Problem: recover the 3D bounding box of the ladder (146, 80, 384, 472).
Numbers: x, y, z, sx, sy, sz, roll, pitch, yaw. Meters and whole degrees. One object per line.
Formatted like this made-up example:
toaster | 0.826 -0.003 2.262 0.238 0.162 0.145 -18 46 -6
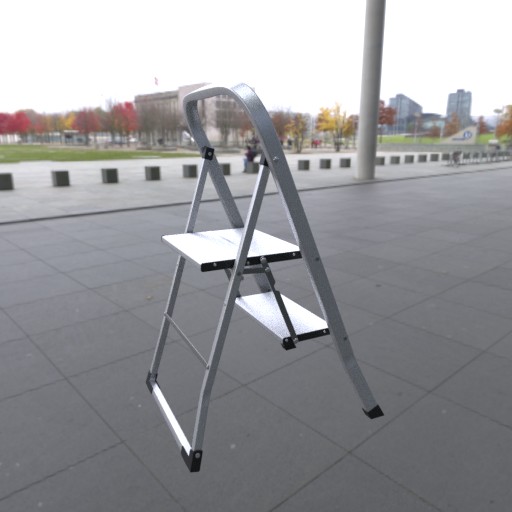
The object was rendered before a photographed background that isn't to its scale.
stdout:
ladder | 0.000 0.000 1.155 0.530 0.830 0.465 -7 17 -26
